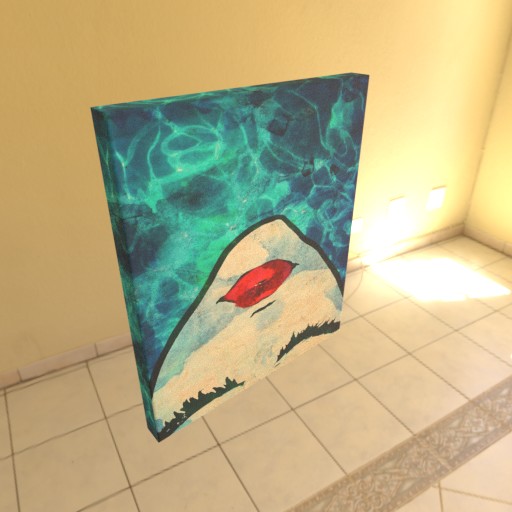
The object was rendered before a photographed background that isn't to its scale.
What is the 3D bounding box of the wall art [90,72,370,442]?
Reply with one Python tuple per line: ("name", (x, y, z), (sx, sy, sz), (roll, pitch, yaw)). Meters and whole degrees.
("wall art", (0.000, 0.000, 0.708), (0.432, 0.508, 0.038), (-22, 37, -34))
